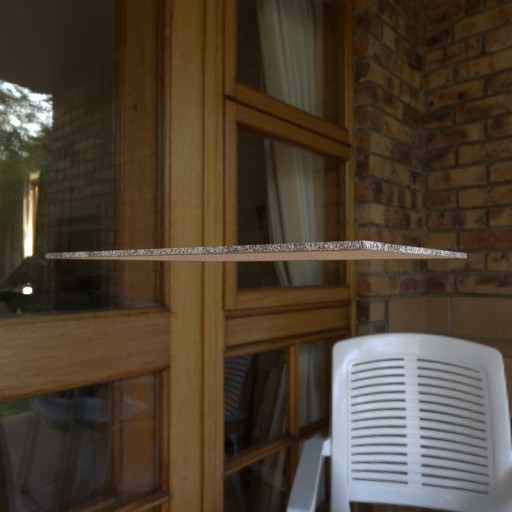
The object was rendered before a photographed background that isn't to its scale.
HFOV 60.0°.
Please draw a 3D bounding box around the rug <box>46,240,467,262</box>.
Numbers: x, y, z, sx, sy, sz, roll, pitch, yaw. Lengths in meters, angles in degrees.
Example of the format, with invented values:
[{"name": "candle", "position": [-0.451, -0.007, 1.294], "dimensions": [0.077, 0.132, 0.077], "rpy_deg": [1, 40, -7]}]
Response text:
[{"name": "rug", "position": [0.000, 0.000, 2.097], "dimensions": [1.601, 0.025, 1.198], "rpy_deg": [-1, -2, 37]}]
